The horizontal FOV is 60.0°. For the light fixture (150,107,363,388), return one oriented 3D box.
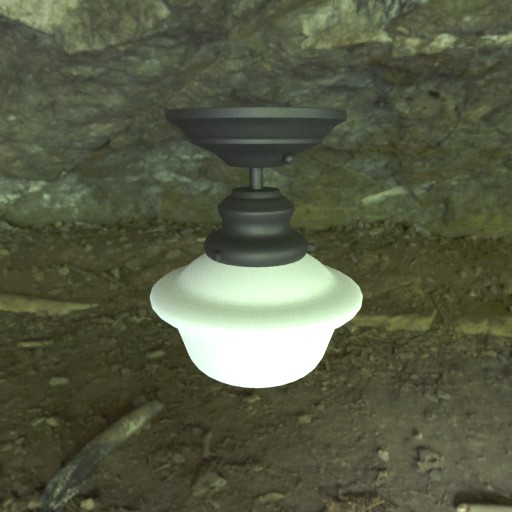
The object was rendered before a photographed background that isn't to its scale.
[{"bbox_3d":[0.000,0.000,0.410,0.197,0.254,0.197,0,15,0],"label":"light fixture"}]
